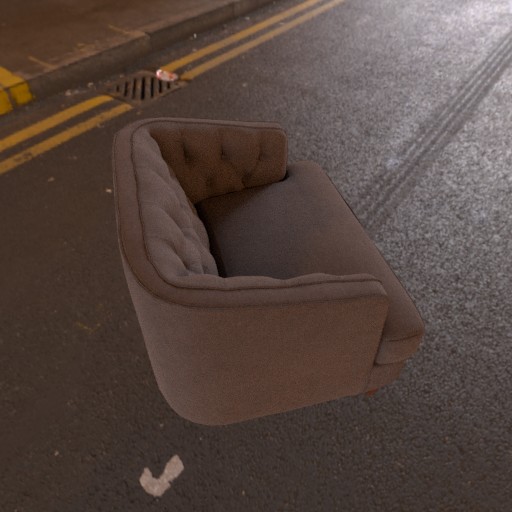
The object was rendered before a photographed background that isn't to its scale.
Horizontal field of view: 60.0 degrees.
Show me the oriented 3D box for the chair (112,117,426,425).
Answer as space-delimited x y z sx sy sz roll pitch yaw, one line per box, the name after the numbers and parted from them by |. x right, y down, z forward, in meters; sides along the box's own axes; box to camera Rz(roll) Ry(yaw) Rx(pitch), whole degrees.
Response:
0.000 0.000 1.774 0.941 0.852 1.104 -11 46 -11 | chair
